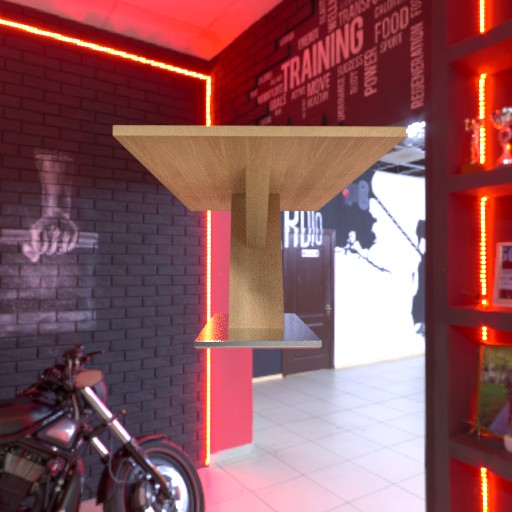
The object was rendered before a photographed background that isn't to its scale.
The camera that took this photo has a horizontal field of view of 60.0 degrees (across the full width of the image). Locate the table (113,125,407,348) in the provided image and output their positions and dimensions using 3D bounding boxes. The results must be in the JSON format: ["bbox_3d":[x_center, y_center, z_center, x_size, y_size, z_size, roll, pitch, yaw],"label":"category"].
[{"bbox_3d":[0.000,0.000,2.247,0.900,0.750,1.800,0,-2,-1],"label":"table"}]
